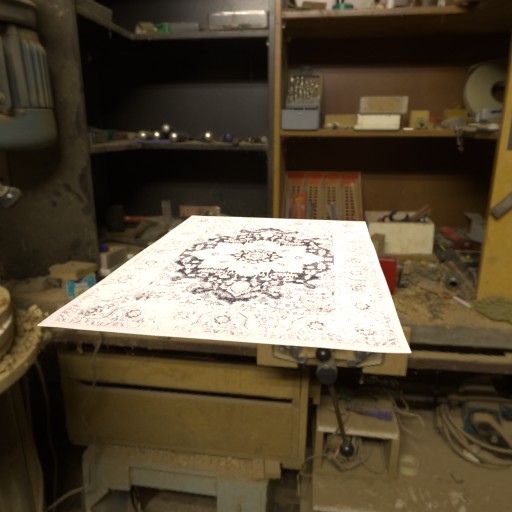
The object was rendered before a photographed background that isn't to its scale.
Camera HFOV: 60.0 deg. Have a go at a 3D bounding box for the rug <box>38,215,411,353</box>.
[{"bbox_3d":[0.000,0.000,2.262,1.223,0.008,1.813,3,17,9],"label":"rug"}]
